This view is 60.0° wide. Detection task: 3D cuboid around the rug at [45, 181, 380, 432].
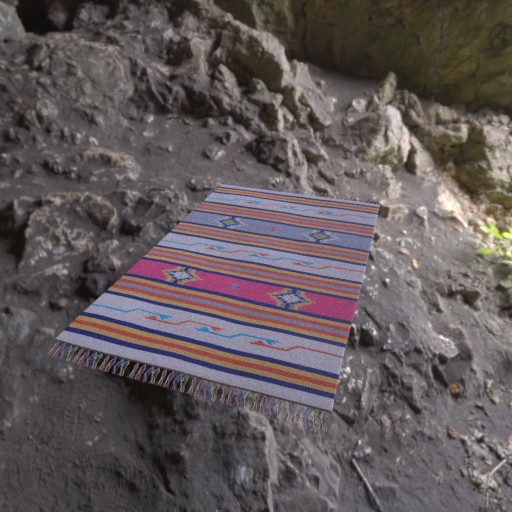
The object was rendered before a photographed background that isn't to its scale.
[{"bbox_3d":[0.000,0.000,2.248,1.084,0.013,1.849,10,32,16],"label":"rug"}]
